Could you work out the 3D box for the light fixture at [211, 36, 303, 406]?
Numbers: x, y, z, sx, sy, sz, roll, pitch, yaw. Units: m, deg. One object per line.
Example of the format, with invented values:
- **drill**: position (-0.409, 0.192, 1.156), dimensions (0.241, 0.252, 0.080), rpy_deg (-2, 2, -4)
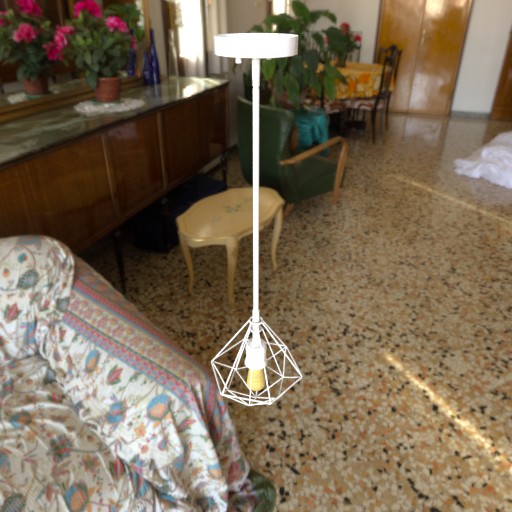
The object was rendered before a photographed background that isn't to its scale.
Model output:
- **light fixture**: position (0.000, 0.000, 1.978), dimensions (0.431, 1.764, 0.487), rpy_deg (-8, 30, -14)
